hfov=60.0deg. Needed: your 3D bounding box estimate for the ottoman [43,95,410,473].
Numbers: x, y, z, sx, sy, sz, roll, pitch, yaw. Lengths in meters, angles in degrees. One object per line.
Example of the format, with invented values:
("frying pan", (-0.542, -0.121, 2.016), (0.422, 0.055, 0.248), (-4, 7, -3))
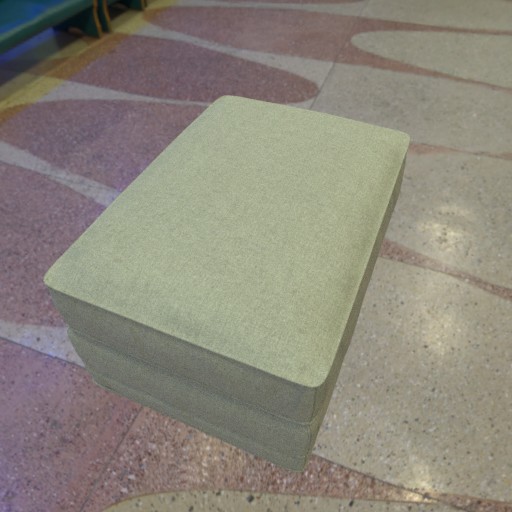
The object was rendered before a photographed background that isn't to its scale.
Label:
("ottoman", (0.000, 0.000, 1.189), (0.611, 0.508, 0.848), (18, 50, 16))
